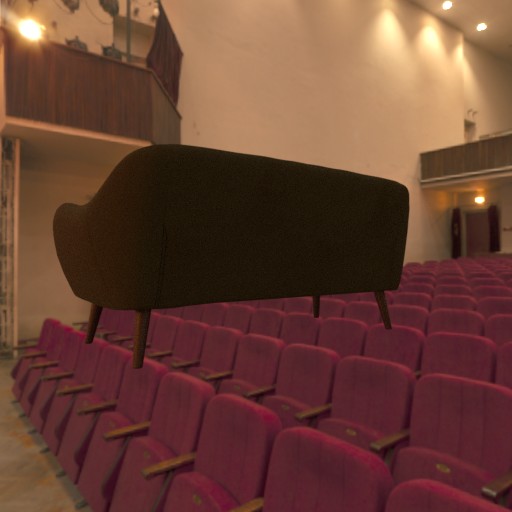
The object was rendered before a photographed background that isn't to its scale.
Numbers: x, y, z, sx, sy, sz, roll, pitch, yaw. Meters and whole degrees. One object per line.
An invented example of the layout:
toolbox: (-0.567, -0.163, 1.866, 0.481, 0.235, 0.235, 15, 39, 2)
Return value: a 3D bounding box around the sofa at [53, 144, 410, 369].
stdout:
sofa: (0.000, 0.000, 2.312, 1.840, 0.836, 0.820, 0, 0, -37)
